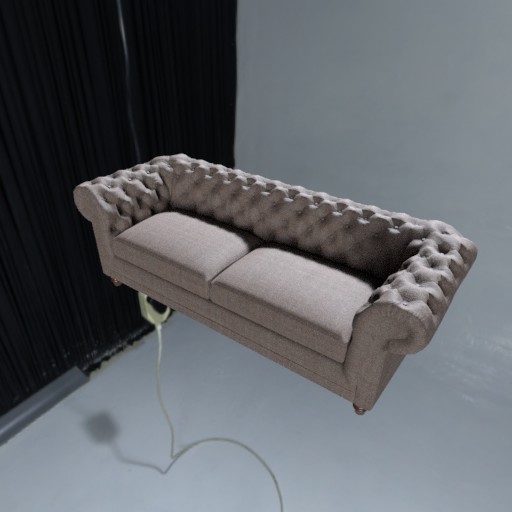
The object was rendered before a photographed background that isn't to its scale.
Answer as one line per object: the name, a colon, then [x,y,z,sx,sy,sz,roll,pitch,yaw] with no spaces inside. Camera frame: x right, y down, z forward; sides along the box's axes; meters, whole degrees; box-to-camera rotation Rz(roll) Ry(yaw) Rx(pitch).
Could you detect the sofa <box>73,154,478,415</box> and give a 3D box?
sofa: [0.000,0.000,2.812,2.385,0.787,0.944,21,37,31]
